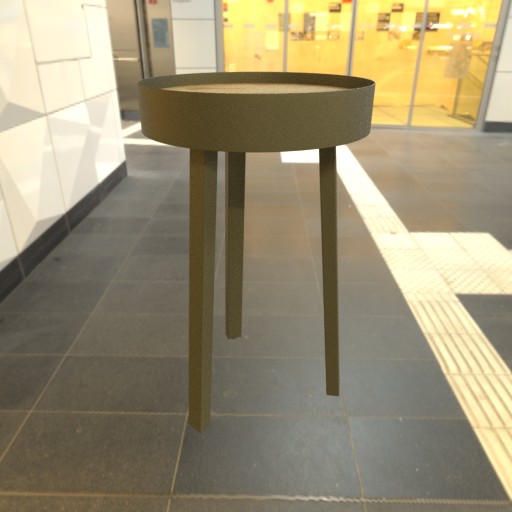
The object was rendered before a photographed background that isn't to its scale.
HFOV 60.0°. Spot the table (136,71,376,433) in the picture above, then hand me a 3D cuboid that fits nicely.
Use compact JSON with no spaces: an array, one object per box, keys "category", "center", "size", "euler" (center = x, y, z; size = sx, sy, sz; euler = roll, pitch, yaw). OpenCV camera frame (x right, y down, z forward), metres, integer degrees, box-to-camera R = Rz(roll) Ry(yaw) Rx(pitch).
[{"category":"table","center":[0.000,0.000,0.926],"size":[0.406,0.686,0.406],"euler":[-8,28,-16]}]
